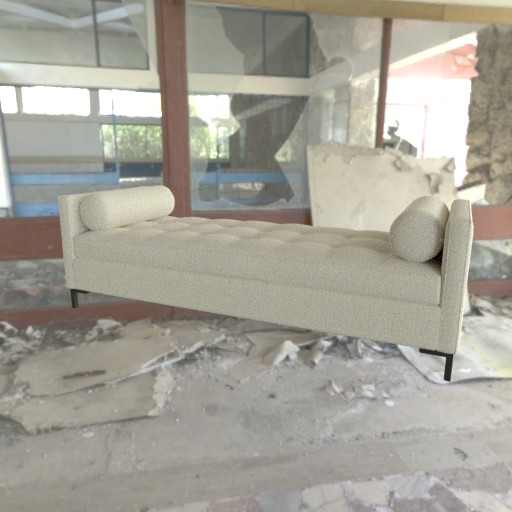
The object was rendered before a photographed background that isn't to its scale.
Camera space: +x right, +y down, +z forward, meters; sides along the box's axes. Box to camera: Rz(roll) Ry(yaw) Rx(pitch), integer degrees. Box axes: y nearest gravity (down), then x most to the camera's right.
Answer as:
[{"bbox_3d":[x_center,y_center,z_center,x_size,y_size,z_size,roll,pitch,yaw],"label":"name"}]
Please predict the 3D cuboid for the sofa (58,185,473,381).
[{"bbox_3d":[0.000,0.000,2.313,1.985,0.641,0.746,6,15,24],"label":"sofa"}]
